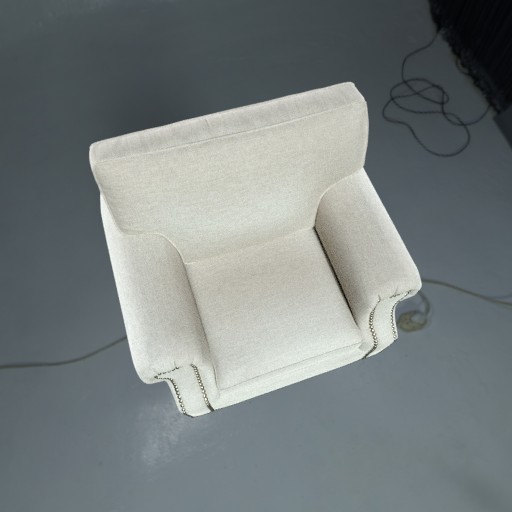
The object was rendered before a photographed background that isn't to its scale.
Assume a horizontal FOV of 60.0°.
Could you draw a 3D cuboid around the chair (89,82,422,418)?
[{"bbox_3d":[0.000,0.000,1.805,1.092,0.961,0.965,-17,66,-8],"label":"chair"}]
